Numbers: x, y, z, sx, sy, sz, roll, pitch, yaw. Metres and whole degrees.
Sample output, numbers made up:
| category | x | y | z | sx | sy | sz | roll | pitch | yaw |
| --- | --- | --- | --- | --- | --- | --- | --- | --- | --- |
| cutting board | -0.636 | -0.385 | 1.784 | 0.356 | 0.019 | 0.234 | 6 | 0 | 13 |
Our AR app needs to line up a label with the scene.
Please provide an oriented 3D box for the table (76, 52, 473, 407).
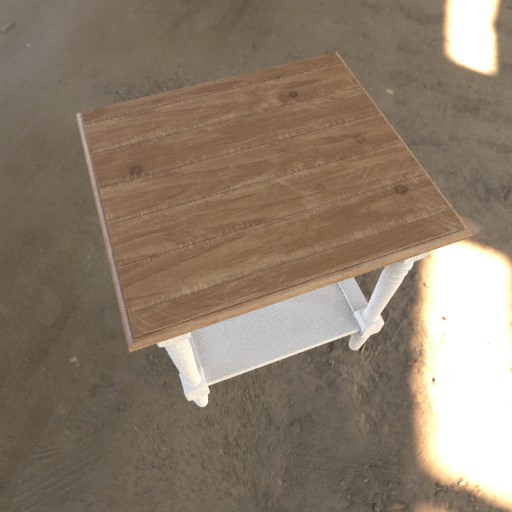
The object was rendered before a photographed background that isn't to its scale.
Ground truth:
| category | x | y | z | sx | sy | sz | roll | pitch | yaw |
| --- | --- | --- | --- | --- | --- | --- | --- | --- | --- |
| table | 0.000 | 0.000 | 0.942 | 0.508 | 0.561 | 0.457 | -17 | 60 | -10 |
